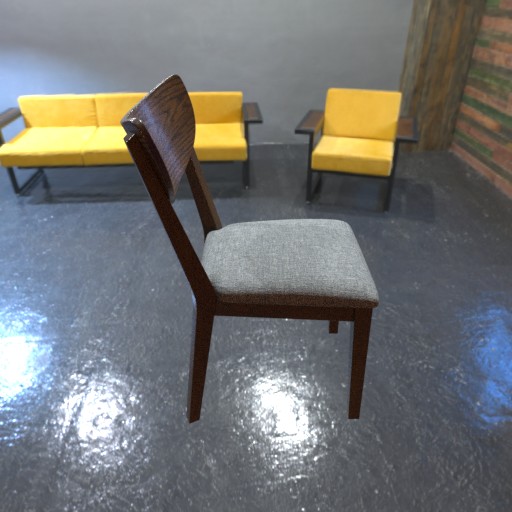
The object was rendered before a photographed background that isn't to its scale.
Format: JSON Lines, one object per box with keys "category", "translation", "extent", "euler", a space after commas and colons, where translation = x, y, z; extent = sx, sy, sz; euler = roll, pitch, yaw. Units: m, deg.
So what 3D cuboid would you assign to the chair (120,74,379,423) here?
{"category": "chair", "translation": [0.000, 0.000, 1.199], "extent": [0.583, 0.849, 0.491], "euler": [0, 31, -1]}
